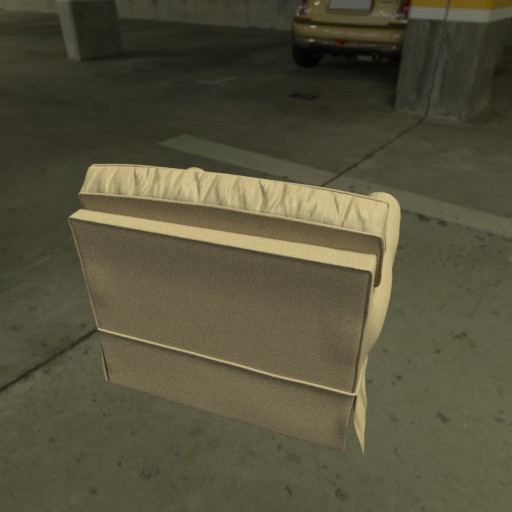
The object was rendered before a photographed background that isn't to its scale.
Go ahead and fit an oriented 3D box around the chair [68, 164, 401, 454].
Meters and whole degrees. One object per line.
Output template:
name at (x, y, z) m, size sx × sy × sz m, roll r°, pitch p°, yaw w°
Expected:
chair at (0.000, 0.000, 1.815) m, size 1.096 × 0.937 × 0.903 m, roll 10°, pitch 34°, yaw 16°
